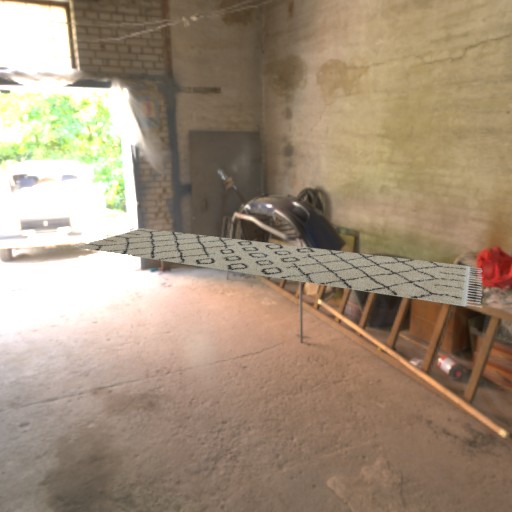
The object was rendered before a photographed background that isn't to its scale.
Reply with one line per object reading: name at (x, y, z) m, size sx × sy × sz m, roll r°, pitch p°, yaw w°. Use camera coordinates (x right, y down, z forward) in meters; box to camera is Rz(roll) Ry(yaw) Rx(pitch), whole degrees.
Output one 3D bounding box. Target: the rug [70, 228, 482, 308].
rug at (0.000, 0.000, 2.689) m, size 2.464 × 0.005 × 0.660 m, roll 7°, pitch 17°, yaw 25°
